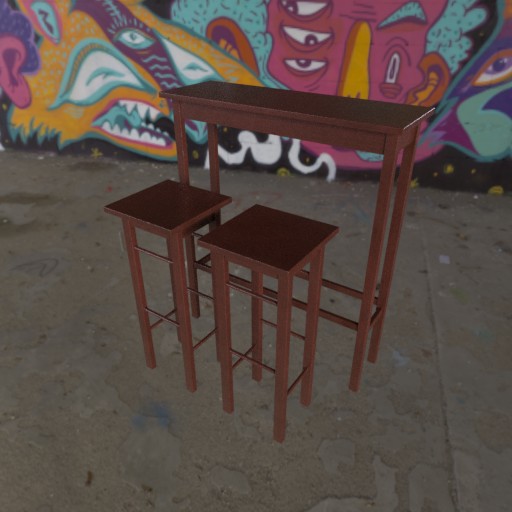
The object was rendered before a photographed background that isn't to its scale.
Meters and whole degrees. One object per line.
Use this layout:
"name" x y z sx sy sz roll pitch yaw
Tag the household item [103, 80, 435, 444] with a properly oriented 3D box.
"household item" 0.000 0.000 1.658 0.914 1.067 0.676 19 36 29
